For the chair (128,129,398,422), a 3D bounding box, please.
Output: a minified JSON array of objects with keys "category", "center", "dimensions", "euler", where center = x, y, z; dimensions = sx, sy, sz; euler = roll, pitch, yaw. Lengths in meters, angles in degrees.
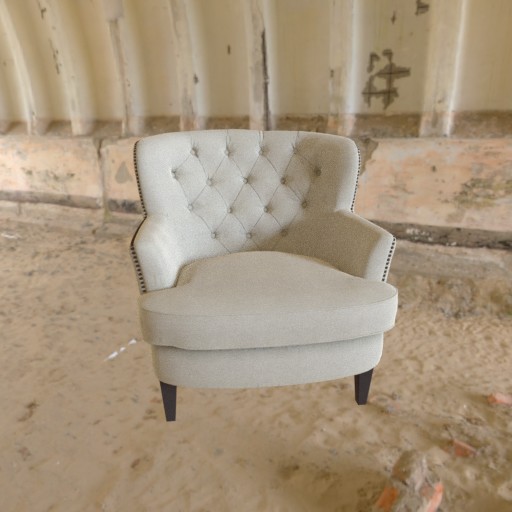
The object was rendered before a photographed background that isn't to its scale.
[{"category":"chair","center":[0.000,0.000,1.590],"dimensions":[0.848,0.868,0.906],"euler":[-2,17,-8]}]
